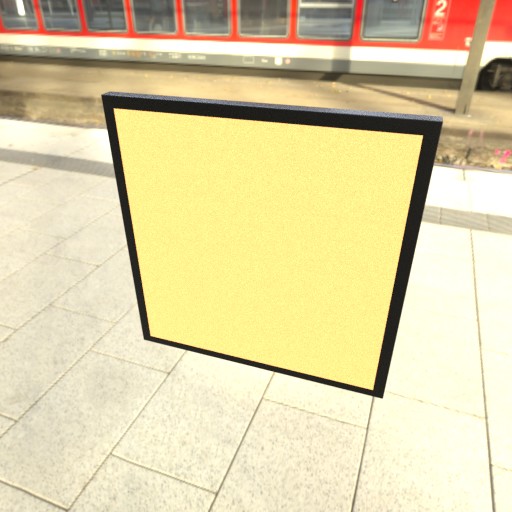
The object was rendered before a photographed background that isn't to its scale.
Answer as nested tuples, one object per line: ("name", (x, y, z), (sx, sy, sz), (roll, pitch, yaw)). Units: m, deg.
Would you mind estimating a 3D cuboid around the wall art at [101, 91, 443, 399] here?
("wall art", (0.000, 0.000, 1.148), (0.755, 0.761, 0.038), (10, 33, 16))
